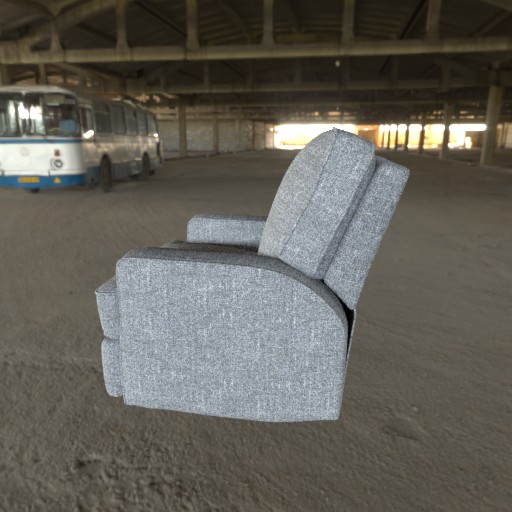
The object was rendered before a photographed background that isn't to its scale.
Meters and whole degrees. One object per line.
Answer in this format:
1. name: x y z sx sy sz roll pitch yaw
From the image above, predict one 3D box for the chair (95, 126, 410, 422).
1. chair: 0.000 0.000 1.698 0.964 0.962 0.861 3 15 10
